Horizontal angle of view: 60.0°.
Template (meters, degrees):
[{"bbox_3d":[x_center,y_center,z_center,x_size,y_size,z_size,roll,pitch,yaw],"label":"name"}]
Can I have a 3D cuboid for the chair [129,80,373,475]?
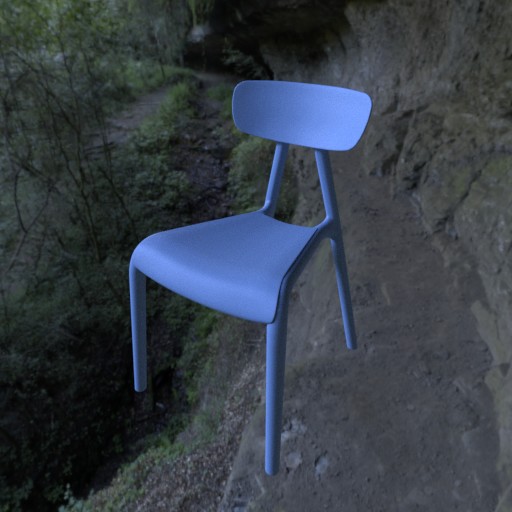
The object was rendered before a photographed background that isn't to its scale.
[{"bbox_3d":[0.000,0.000,0.850,0.356,0.580,0.401,19,35,30],"label":"chair"}]
